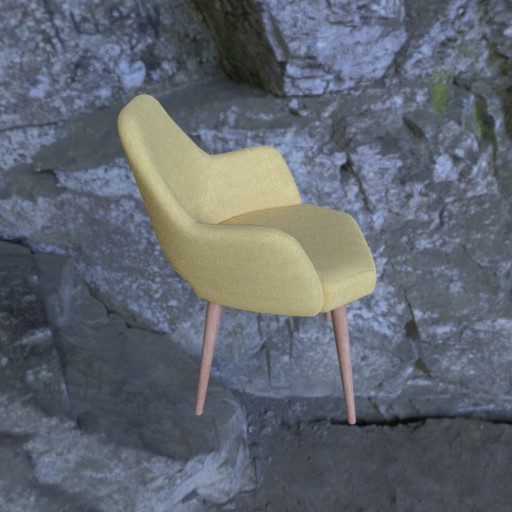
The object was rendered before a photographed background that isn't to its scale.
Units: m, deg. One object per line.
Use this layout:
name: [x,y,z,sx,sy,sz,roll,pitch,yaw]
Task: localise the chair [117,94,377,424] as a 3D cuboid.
chair: [0.000,0.000,1.242,0.610,0.840,0.590,0,31,-1]
